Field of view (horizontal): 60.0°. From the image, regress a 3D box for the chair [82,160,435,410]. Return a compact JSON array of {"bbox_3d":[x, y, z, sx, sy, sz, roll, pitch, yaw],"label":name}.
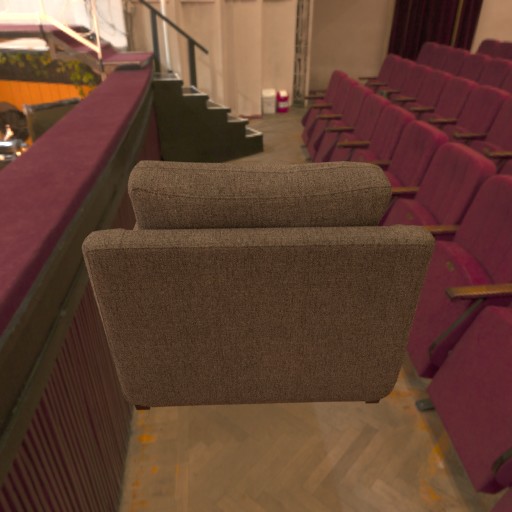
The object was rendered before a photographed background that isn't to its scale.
[{"bbox_3d":[0.000,0.000,1.984,1.138,1.037,1.009,-1,30,-2],"label":"chair"}]
